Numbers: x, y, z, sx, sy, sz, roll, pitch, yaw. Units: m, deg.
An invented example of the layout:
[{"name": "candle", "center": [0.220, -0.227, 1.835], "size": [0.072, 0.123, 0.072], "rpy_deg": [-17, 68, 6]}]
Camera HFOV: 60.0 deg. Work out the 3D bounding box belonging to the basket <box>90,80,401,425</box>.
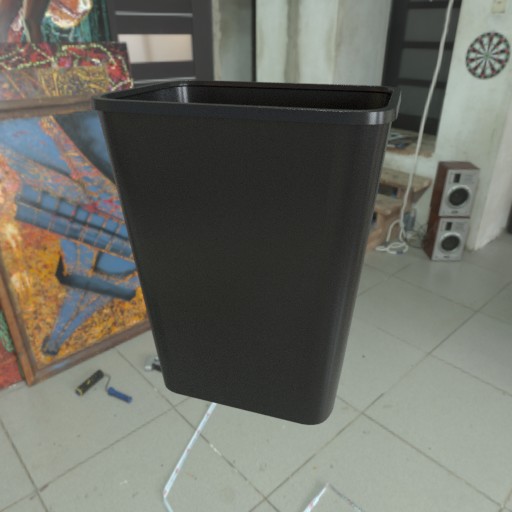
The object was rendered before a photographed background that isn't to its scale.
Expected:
[{"name": "basket", "center": [0.000, 0.000, 0.744], "size": [0.394, 0.521, 0.287], "rpy_deg": [8, 28, 16]}]
